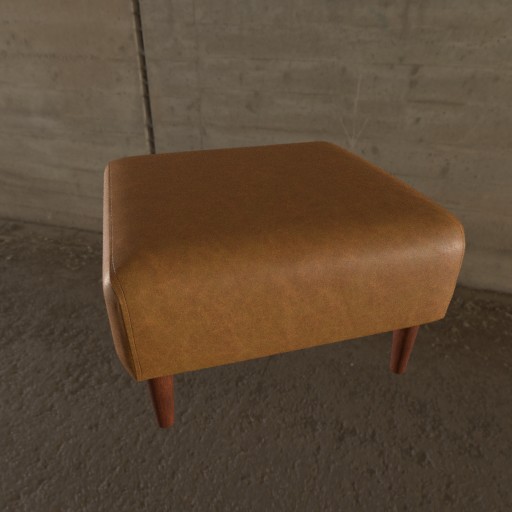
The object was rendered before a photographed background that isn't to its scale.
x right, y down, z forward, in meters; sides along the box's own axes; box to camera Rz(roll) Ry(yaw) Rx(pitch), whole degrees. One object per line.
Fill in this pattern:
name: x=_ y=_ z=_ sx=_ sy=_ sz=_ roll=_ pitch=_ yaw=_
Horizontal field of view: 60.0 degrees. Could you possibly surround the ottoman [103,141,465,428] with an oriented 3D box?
ottoman: x=0.000 y=0.000 z=1.053 sx=0.650 sy=0.399 sz=0.650 roll=-8 pitch=30 yaw=-14
